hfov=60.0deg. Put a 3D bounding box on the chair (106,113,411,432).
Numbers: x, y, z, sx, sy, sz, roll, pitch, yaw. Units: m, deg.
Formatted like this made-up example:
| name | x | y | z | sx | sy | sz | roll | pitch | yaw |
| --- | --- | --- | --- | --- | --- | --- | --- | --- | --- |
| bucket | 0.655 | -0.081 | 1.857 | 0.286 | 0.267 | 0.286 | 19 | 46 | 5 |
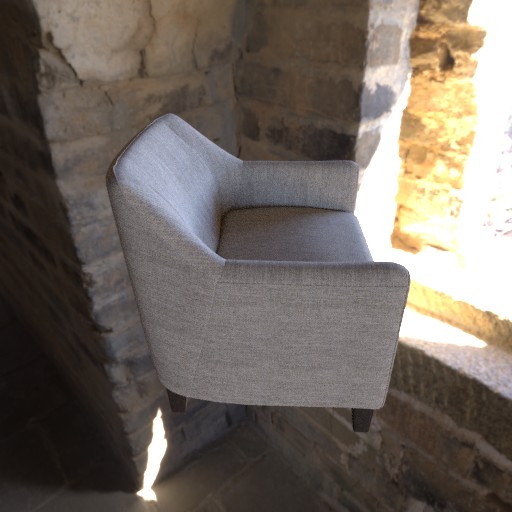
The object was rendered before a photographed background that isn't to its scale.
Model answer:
| name | x | y | z | sx | sy | sz | roll | pitch | yaw |
| --- | --- | --- | --- | --- | --- | --- | --- | --- | --- |
| chair | 0.000 | 0.000 | 1.438 | 0.758 | 0.761 | 0.796 | 1 | 31 | 1 |
